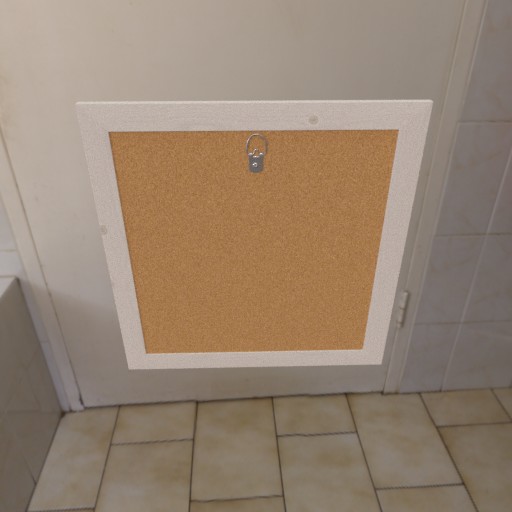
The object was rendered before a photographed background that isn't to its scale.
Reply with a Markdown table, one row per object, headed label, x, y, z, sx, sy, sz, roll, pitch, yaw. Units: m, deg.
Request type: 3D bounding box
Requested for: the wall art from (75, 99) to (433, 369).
| label | x | y | z | sx | sy | sz | roll | pitch | yaw |
| --- | --- | --- | --- | --- | --- | --- | --- | --- | --- |
| wall art | 0.000 | 0.000 | 0.860 | 0.572 | 0.577 | 0.015 | -1 | 31 | -1 |
